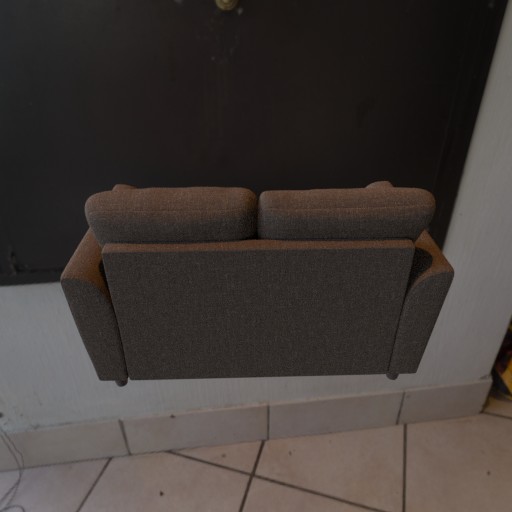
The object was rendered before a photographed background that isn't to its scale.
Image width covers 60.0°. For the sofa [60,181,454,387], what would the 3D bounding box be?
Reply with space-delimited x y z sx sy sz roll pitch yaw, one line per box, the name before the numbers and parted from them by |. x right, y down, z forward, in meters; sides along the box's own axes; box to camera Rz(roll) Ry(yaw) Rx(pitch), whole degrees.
sofa | 0.000 0.000 2.034 1.423 0.885 0.851 -1 33 -2
